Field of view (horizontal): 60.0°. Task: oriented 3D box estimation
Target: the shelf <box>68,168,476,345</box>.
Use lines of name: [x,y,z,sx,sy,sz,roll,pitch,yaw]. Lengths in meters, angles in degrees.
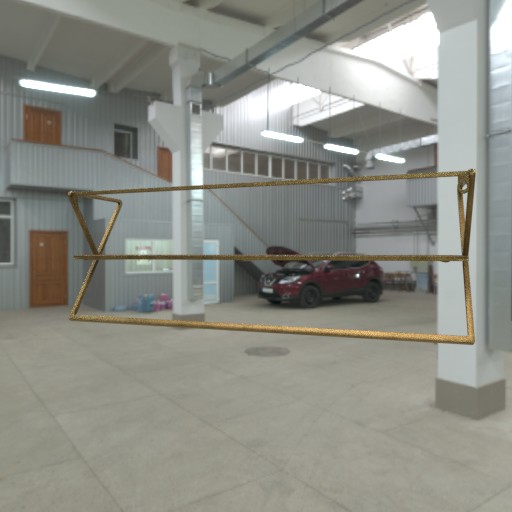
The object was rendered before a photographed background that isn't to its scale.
shelf: [0.000,0.000,0.743,0.645,0.229,0.150,0,0,19]
